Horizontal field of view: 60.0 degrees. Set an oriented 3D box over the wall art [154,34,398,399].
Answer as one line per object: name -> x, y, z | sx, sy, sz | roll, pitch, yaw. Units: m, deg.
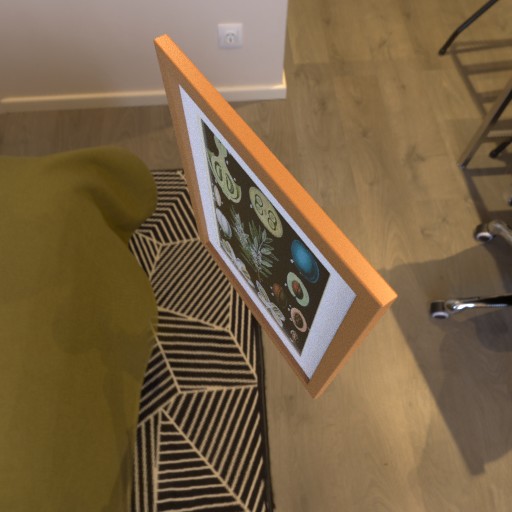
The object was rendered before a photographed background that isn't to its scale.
wall art -> 0.000, 0.000, 0.514 | 0.015, 0.379, 0.310 | -31, 68, -15
